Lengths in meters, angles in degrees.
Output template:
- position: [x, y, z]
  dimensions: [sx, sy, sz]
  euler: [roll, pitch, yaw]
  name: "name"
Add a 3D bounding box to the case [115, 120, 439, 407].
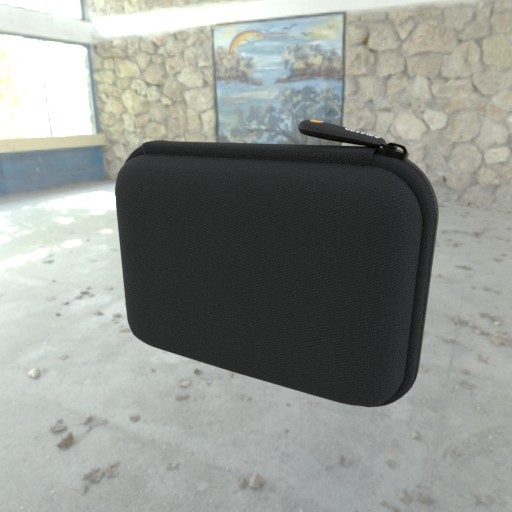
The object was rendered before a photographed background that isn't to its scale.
- position: [0.000, 0.000, 0.178]
  dimensions: [0.132, 0.105, 0.038]
  euler: [9, 20, 26]
  name: "case"
